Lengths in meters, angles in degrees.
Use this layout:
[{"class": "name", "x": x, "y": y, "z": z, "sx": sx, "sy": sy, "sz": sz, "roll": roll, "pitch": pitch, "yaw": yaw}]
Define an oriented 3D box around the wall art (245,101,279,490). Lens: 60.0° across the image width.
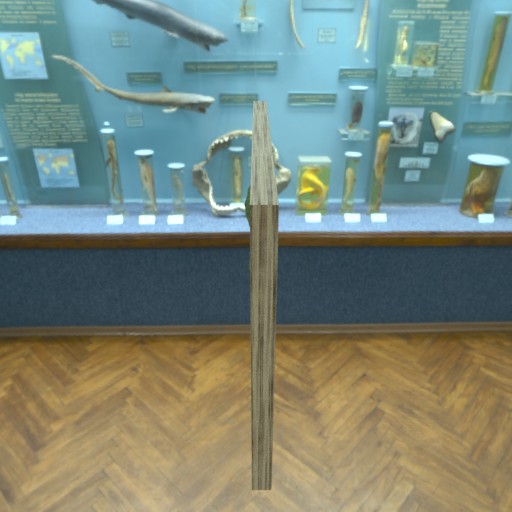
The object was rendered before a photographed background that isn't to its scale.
[{"class": "wall art", "x": 0.000, "y": 0.000, "z": 1.112, "sx": 0.063, "sy": 0.609, "sz": 0.841, "roll": 0, "pitch": 28, "yaw": 0}]
